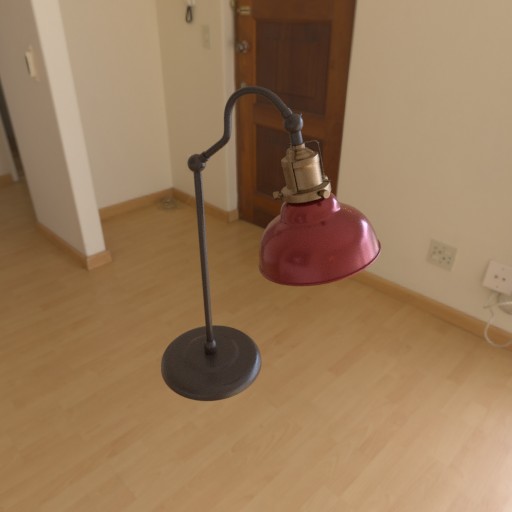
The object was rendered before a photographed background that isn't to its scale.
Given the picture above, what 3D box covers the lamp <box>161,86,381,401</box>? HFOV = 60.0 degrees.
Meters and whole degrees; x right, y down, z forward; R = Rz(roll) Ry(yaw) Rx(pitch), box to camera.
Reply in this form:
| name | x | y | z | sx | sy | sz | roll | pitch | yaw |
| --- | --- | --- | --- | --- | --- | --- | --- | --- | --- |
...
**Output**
| name | x | y | z | sx | sy | sz | roll | pitch | yaw |
| --- | --- | --- | --- | --- | --- | --- | --- | --- | --- |
| lamp | 0.000 | 0.000 | 0.702 | 0.374 | 0.508 | 0.192 | 10 | 31 | 17 |
